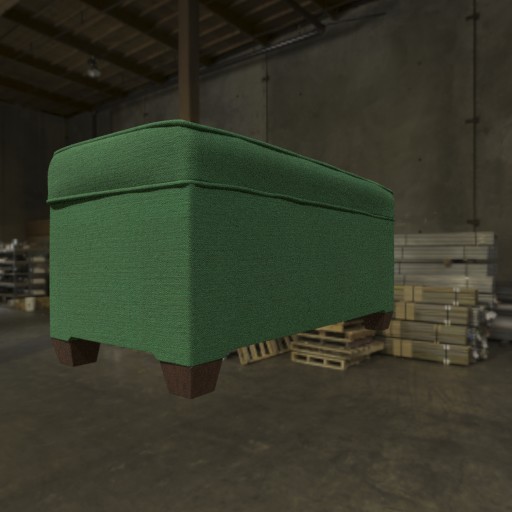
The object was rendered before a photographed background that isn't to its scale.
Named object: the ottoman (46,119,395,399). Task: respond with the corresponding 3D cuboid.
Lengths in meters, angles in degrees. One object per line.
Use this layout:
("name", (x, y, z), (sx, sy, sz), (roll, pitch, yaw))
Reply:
("ottoman", (0.000, 0.000, 1.201), (0.483, 0.471, 0.957), (0, 0, 37))
